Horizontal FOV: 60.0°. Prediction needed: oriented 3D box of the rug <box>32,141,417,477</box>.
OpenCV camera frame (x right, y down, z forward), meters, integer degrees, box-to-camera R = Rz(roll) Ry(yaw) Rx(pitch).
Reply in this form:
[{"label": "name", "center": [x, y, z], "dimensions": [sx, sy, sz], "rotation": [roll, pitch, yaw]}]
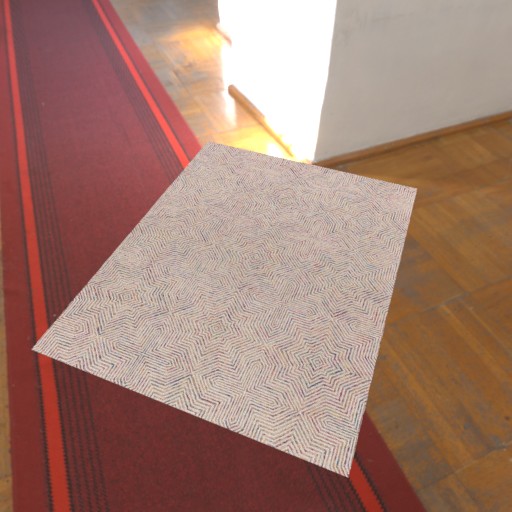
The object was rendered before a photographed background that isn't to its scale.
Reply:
[{"label": "rug", "center": [0.000, 0.000, 4.003], "dimensions": [2.442, 0.008, 3.046], "rotation": [16, 49, 15]}]
